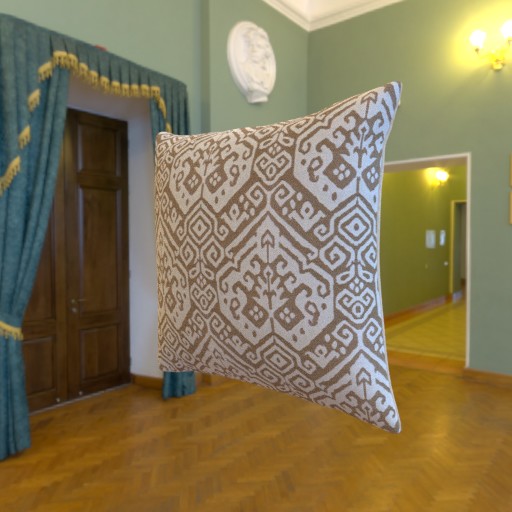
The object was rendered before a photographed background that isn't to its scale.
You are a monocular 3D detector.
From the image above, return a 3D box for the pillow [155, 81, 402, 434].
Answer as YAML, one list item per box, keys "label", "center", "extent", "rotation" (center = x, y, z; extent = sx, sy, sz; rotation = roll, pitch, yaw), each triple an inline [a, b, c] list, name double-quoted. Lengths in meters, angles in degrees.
- label: "pillow"
  center: [0.000, 0.000, 0.635]
  extent: [0.419, 0.407, 0.173]
  rotation: [2, 3, 37]
